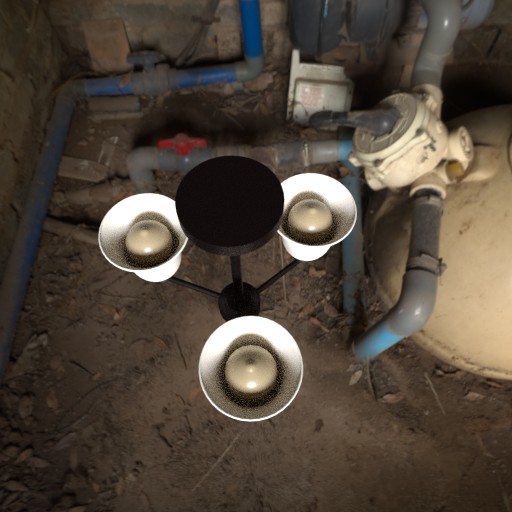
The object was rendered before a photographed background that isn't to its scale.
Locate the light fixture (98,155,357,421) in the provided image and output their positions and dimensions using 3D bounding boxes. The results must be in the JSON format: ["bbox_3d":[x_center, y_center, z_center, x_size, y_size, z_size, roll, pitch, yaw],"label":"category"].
[{"bbox_3d":[0.000,0.000,0.662,0.354,0.370,0.388,-36,68,-16],"label":"light fixture"}]
